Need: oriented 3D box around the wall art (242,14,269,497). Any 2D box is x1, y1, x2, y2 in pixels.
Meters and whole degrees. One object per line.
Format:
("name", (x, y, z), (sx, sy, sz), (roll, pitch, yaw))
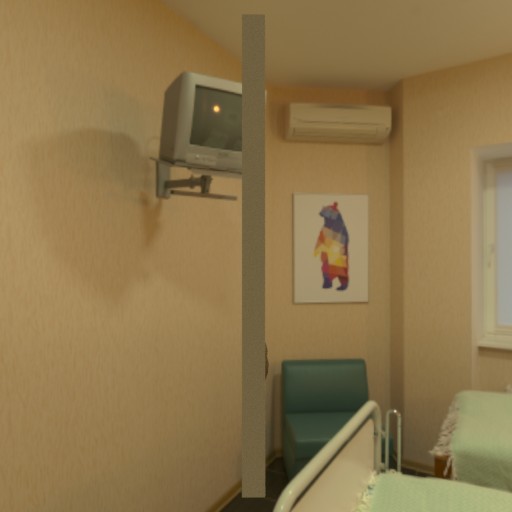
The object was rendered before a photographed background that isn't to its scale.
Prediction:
("wall art", (0.000, 0.000, 1.006), (0.055, 0.763, 0.611), (0, 0, -1))
